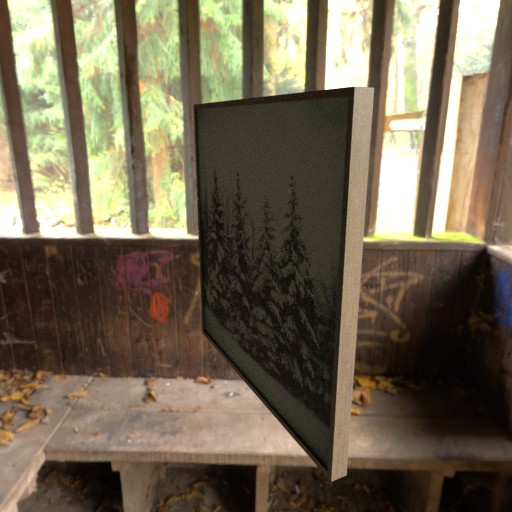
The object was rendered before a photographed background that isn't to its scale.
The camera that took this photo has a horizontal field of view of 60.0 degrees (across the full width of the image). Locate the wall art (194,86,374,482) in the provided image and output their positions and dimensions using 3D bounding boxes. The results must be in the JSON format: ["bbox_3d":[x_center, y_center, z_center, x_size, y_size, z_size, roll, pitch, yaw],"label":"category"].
[{"bbox_3d":[0.000,0.000,1.131,0.039,0.758,0.758,-8,18,-26],"label":"wall art"}]
